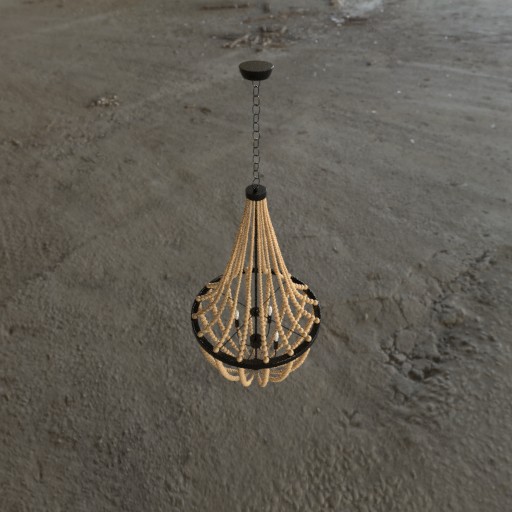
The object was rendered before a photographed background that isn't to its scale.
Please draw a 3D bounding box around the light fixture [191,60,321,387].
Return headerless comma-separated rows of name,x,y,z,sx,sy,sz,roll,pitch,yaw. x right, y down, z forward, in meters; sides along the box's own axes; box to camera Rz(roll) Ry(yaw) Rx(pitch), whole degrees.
light fixture,0.000,0.000,1.372,0.450,1.133,0.450,0,40,0
